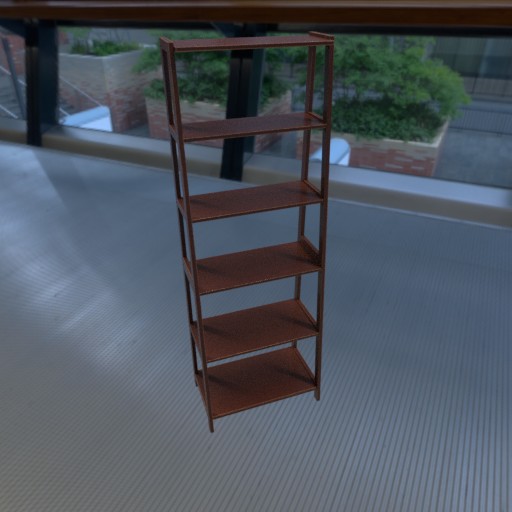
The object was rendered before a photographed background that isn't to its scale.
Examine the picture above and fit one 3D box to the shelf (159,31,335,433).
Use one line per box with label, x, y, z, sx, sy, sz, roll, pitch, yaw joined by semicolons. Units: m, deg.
shelf;0.000;0.000;2.141;0.660;1.892;0.381;-11;33;-17
